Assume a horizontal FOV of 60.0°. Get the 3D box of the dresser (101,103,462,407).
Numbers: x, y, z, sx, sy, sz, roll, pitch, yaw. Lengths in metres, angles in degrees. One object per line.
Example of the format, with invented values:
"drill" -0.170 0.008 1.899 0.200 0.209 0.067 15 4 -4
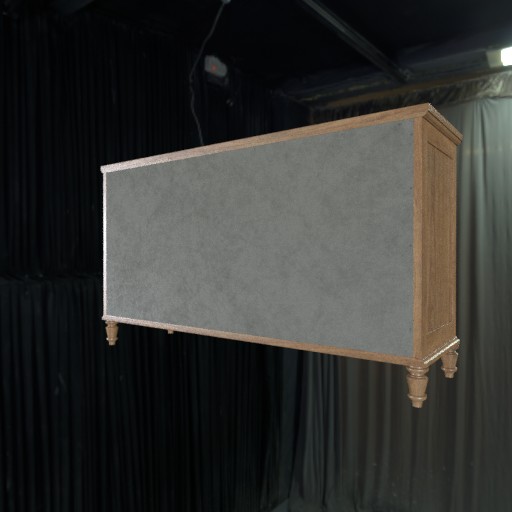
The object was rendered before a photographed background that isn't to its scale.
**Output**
"dresser" 0.000 0.000 1.936 1.583 0.892 0.468 0 1 37
